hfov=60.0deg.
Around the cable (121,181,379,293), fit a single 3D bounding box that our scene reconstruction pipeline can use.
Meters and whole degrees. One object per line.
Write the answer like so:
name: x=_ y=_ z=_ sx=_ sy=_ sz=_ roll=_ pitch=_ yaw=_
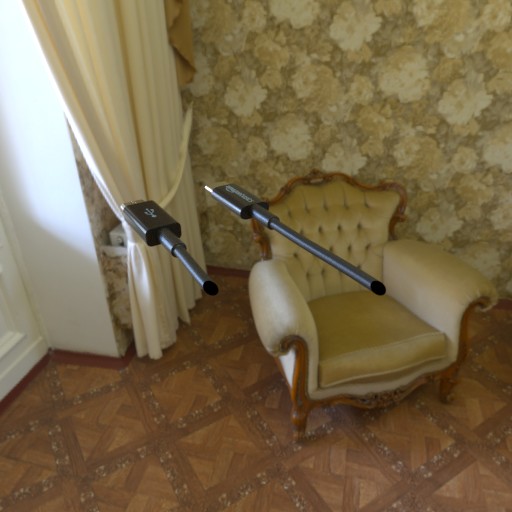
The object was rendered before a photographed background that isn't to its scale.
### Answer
cable: x=0.000 y=0.000 z=0.113 sx=0.040 sy=0.006 sz=0.098 roll=-18 pitch=34 yaw=-28
